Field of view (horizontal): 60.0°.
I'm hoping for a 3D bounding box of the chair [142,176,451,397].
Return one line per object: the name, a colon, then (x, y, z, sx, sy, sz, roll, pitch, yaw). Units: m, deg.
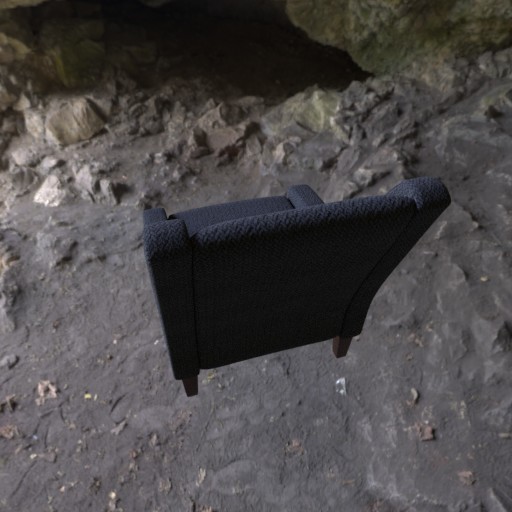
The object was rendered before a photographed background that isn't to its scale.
chair: (0.000, 0.000, 1.704, 0.793, 1.012, 0.944, -11, 42, -13)
